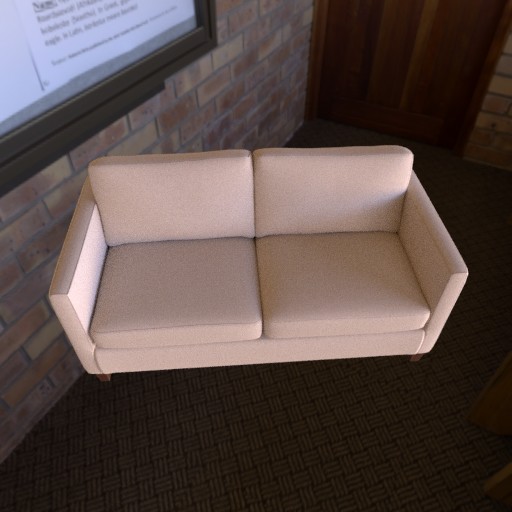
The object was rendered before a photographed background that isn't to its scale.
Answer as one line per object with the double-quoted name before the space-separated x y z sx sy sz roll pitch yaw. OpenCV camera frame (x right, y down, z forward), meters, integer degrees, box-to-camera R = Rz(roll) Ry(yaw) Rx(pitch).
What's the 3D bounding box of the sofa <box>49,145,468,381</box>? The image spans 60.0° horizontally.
"sofa" 0.000 0.000 2.231 1.722 0.888 0.873 -3 45 -3
